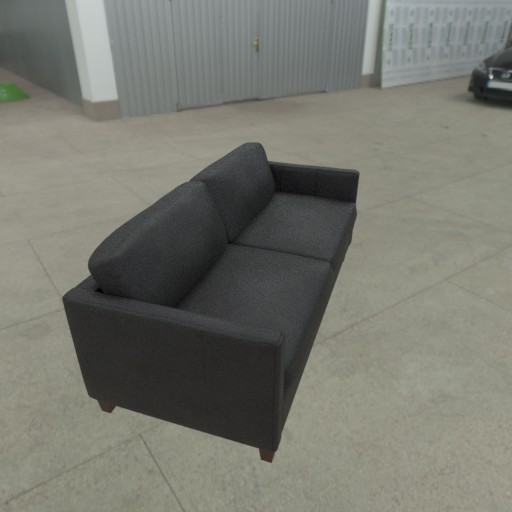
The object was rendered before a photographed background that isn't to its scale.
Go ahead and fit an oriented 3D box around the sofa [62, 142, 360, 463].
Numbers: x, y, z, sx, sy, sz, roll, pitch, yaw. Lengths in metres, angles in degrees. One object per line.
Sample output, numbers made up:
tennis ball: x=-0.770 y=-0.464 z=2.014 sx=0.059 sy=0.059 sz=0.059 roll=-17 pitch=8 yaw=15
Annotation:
sofa: x=0.000 y=0.000 z=2.499 sx=0.933 sy=0.863 sz=1.971 roll=10 pitch=30 yaw=17
